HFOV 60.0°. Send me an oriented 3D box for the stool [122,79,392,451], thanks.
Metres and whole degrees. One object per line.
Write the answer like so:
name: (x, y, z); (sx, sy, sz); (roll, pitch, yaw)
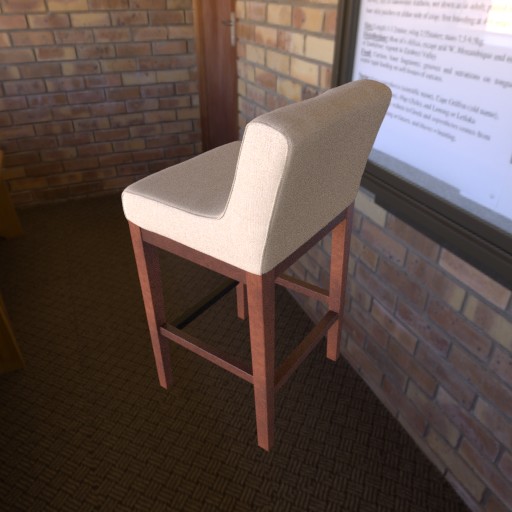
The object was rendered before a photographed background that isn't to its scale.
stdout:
stool: (0.000, 0.000, 1.274); (0.500, 0.937, 0.511); (20, 37, 29)
